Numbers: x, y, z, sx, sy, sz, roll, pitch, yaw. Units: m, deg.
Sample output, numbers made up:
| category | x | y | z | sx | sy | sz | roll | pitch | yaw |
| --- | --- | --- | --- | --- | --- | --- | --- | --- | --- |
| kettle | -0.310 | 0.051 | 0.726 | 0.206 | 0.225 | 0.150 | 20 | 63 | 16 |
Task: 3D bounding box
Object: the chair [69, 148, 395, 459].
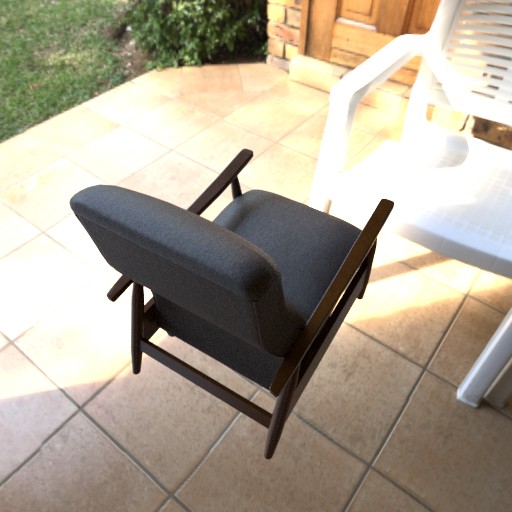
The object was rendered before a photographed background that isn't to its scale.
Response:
| category | x | y | z | sx | sy | sz | roll | pitch | yaw |
| --- | --- | --- | --- | --- | --- | --- | --- | --- | --- |
| chair | 0.000 | 0.000 | 1.775 | 0.762 | 1.081 | 1.014 | 24 | 52 | 21 |
